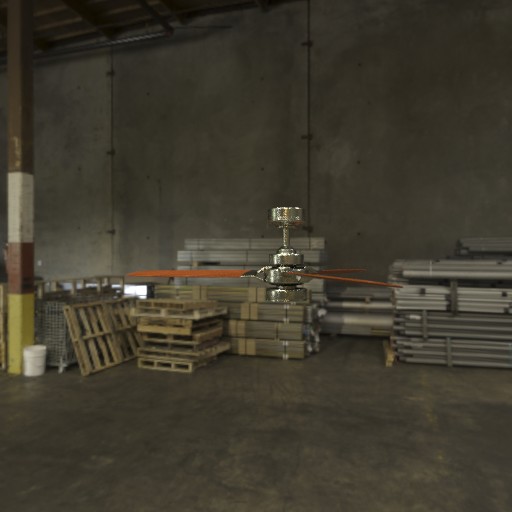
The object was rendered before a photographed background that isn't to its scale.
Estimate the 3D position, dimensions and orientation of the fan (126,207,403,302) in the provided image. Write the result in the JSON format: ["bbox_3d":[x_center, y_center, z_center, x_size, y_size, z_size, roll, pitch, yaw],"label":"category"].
[{"bbox_3d":[0.000,0.000,2.047,1.271,0.410,1.416,0,0,18],"label":"fan"}]
